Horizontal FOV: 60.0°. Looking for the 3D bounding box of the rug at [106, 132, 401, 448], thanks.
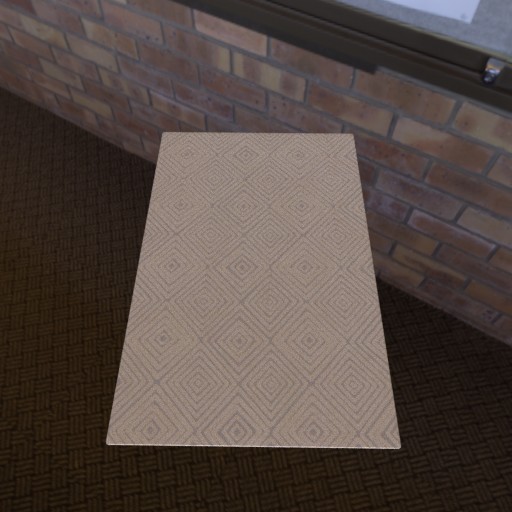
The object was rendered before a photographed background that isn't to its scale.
[{"bbox_3d":[0.000,0.000,2.191,1.143,0.008,1.753,1,57,0],"label":"rug"}]
